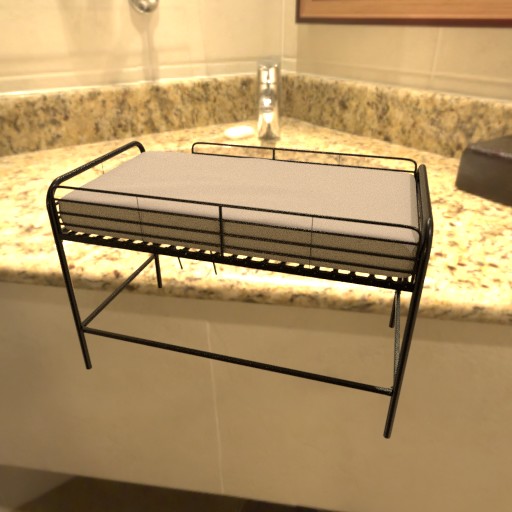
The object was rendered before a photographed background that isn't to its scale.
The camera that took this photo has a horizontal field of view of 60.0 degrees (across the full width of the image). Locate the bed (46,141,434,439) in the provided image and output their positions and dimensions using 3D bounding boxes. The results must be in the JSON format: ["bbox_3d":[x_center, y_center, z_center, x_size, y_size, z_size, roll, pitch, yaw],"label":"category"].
[{"bbox_3d":[0.000,0.000,2.976,1.968,1.289,1.393,8,30,14],"label":"bed"}]
